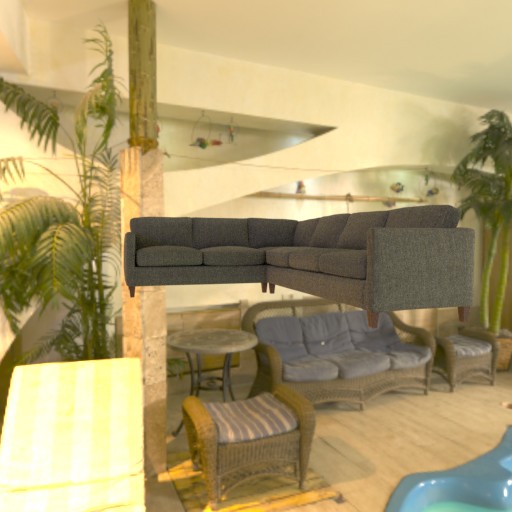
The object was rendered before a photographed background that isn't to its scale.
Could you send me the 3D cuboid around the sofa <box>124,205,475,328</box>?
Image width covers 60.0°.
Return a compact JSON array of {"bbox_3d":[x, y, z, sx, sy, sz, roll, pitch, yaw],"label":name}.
[{"bbox_3d":[0.000,0.000,4.568,2.593,0.947,3.302,-1,2,-17],"label":"sofa"}]
